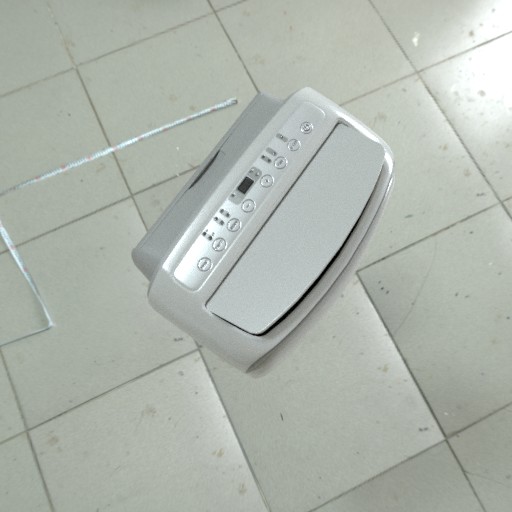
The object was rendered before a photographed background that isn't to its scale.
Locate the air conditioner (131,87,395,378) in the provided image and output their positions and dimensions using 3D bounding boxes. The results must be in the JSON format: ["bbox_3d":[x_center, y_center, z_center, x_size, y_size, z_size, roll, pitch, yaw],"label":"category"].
[{"bbox_3d":[0.000,0.000,1.016,0.414,0.786,0.449,34,78,8],"label":"air conditioner"}]
